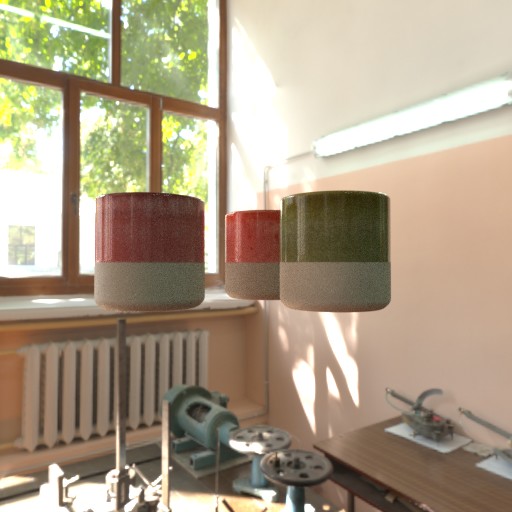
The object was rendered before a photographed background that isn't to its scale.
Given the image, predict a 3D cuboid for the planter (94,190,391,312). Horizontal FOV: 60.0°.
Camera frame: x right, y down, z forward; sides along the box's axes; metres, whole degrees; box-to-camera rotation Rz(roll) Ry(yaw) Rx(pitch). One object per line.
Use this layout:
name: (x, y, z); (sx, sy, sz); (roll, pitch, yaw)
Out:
planter: (0.000, 0.000, 0.412); (0.257, 0.075, 0.286); (0, -1, 0)
